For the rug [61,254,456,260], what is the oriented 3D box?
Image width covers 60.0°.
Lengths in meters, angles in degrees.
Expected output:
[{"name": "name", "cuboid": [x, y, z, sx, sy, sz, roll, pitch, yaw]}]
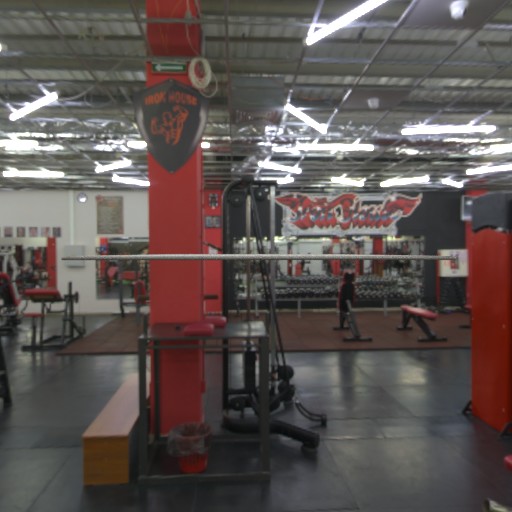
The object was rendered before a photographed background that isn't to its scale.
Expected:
[{"name": "rug", "cuboid": [0.000, 0.000, 2.288, 1.224, 0.012, 1.847, 0, 0, -1]}]
